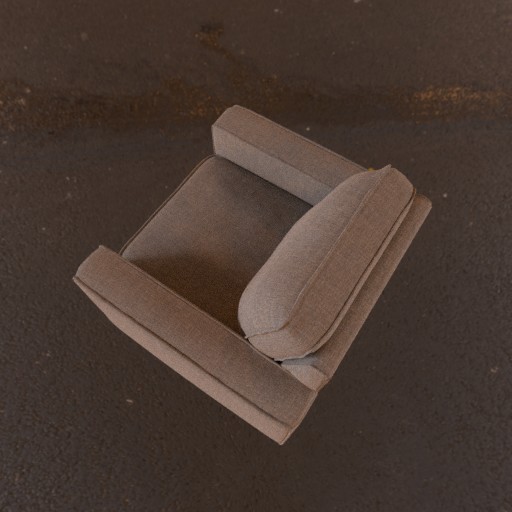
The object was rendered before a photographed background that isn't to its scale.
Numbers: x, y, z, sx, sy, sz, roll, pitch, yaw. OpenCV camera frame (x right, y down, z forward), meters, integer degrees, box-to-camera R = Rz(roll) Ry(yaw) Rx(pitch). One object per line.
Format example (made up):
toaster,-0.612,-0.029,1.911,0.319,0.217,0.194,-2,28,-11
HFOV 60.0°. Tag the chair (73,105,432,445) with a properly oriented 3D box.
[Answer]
chair,0.000,0.000,1.742,0.940,0.914,1.016,31,68,14
